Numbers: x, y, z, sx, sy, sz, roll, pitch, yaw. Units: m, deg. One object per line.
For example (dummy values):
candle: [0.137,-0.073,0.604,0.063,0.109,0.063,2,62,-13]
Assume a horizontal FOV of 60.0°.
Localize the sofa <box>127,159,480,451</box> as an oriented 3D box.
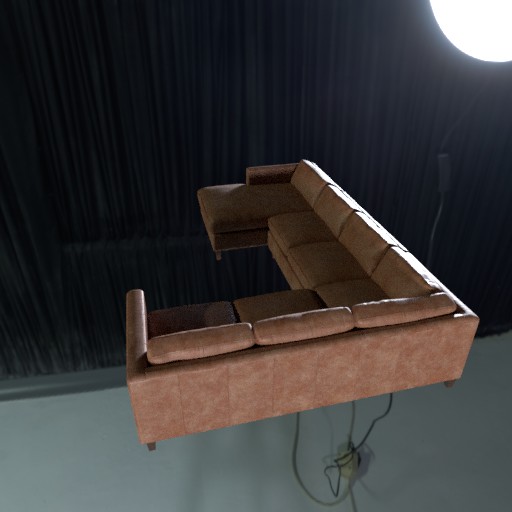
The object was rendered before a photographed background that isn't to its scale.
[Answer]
sofa: [0.000,0.000,4.433,2.430,0.832,3.401,-7,32,-12]
